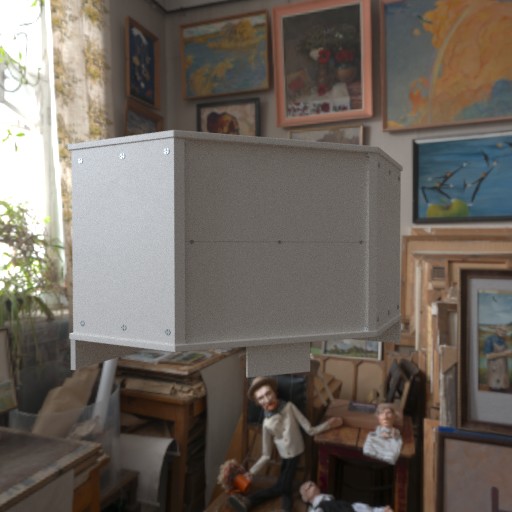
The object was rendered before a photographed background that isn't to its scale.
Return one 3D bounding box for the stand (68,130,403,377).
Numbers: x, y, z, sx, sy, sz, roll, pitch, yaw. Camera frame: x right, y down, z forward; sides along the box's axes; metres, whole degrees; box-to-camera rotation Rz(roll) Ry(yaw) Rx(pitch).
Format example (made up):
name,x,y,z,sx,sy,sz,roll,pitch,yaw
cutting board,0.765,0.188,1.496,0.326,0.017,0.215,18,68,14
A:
name,x,y,z,sx,sy,sz,roll,pitch,yaw
stand,0.000,0.000,1.373,1.072,0.614,0.477,0,1,-18
